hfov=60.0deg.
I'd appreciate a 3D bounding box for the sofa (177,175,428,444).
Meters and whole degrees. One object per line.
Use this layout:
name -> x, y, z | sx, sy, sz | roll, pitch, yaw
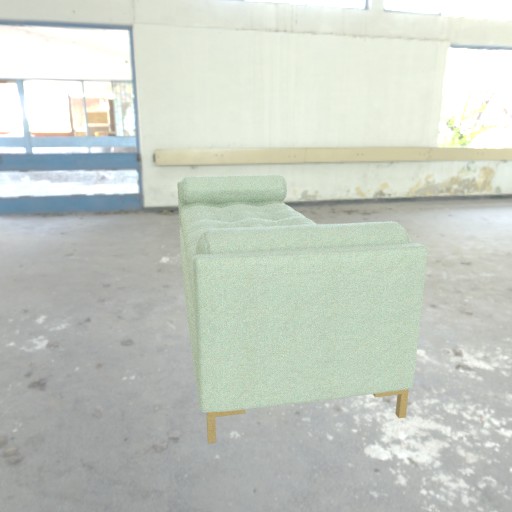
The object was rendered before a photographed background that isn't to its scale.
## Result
sofa -> 0.000, 0.000, 2.442 | 0.796, 0.705, 2.102 | -3, 16, -11
